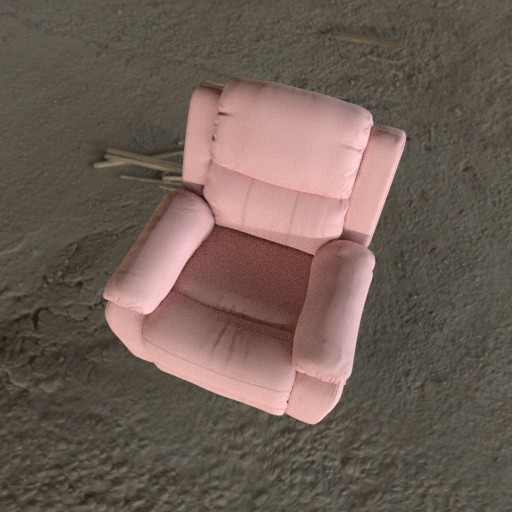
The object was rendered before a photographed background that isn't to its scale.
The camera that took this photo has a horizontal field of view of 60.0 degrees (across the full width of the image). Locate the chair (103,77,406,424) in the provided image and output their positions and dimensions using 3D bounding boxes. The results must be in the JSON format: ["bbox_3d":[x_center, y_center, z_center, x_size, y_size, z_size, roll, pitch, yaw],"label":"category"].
[{"bbox_3d":[0.000,0.000,1.280,0.680,0.702,0.709,18,61,10],"label":"chair"}]
